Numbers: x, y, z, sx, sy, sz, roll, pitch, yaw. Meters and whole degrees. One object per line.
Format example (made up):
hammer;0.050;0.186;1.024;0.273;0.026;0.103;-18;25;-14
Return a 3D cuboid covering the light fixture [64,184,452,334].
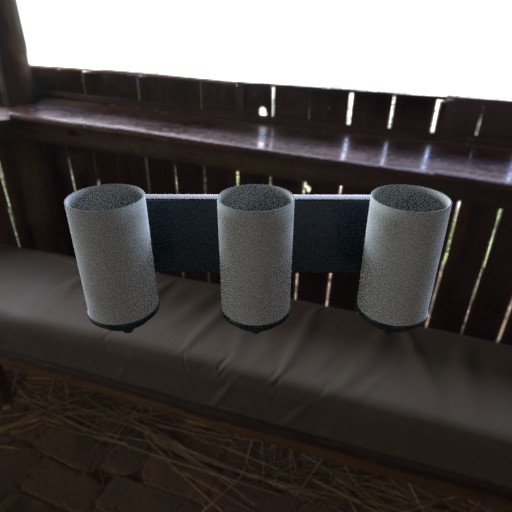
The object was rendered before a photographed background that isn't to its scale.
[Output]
light fixture;0.000;0.000;0.523;0.451;0.172;0.145;0;29;0
